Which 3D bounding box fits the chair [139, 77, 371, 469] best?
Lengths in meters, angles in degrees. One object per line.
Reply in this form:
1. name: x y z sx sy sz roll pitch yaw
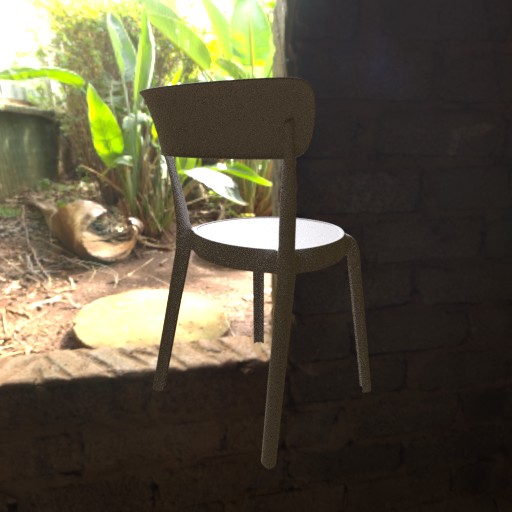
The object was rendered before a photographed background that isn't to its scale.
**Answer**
1. chair: 0.000 0.000 1.131 0.506 0.790 0.491 15 21 42
